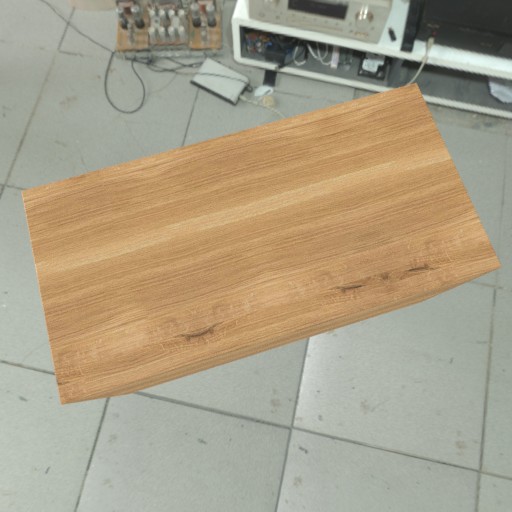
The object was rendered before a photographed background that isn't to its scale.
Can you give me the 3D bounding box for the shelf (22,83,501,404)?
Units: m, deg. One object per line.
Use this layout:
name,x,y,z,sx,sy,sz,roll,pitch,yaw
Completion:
shelf,0.000,0.000,1.006,0.800,0.400,0.400,-17,76,-4
